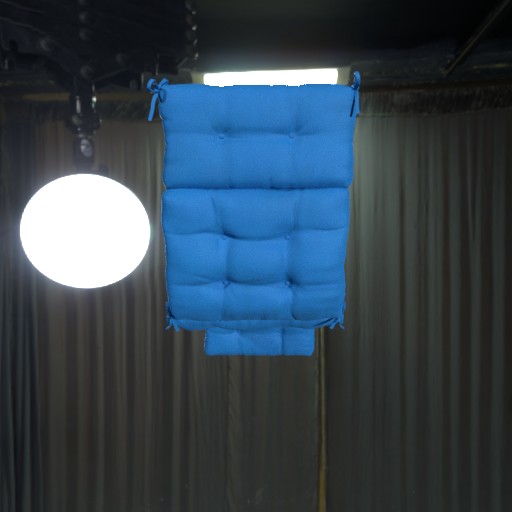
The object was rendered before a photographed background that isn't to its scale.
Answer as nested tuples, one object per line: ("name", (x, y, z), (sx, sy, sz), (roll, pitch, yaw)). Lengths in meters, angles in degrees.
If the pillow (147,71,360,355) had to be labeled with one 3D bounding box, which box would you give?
("pillow", (0.000, 0.000, 1.517), (0.526, 0.863, 1.016), (0, -1, 1))
